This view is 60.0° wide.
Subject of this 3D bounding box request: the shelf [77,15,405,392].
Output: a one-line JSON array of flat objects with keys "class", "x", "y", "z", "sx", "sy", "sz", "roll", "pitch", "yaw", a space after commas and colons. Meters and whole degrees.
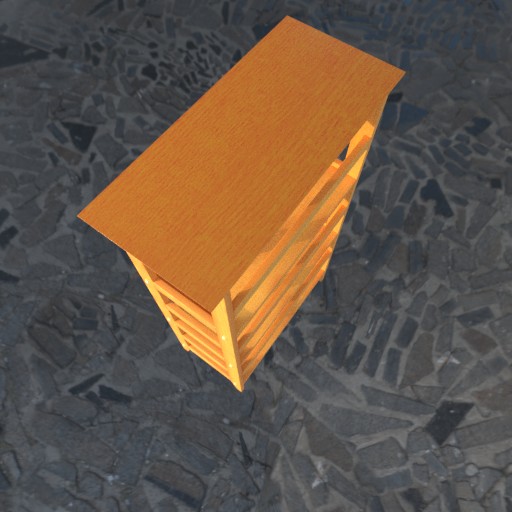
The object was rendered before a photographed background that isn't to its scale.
[{"class": "shelf", "x": 0.000, "y": 0.000, "z": 1.344, "sx": 0.305, "sy": 1.067, "sz": 0.660, "roll": 33, "pitch": 69, "yaw": 15}]
